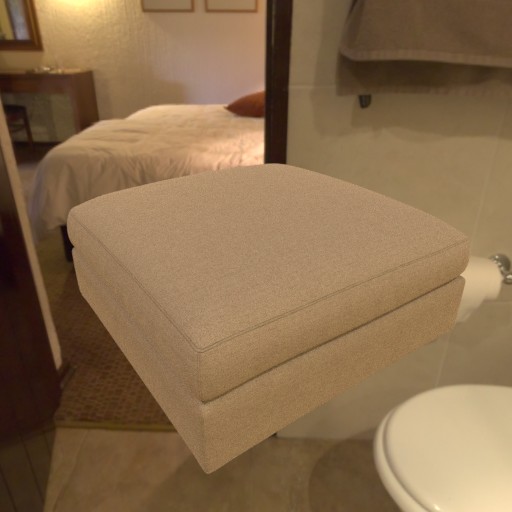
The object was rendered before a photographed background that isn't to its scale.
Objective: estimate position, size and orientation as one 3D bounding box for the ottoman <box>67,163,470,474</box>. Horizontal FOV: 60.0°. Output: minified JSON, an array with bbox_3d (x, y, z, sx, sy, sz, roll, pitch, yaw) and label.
[{"bbox_3d":[0.000,0.000,1.579,1.041,0.470,1.041,-18,32,-31],"label":"ottoman"}]
